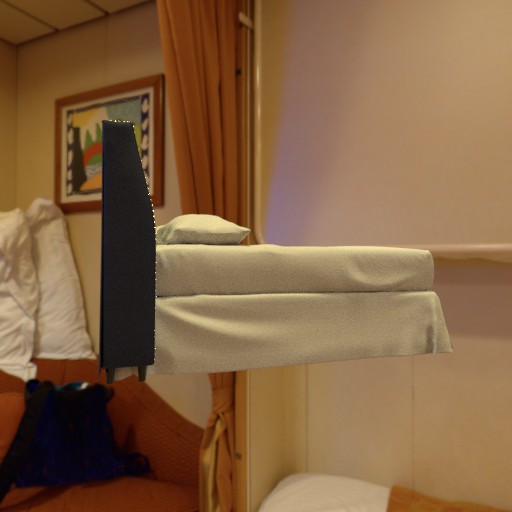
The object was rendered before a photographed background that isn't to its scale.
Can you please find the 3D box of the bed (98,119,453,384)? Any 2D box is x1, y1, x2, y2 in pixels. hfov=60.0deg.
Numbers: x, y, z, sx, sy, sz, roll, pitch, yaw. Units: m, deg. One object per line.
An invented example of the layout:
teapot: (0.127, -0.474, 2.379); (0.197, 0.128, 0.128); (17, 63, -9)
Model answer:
bed: (0.000, 0.000, 3.422); (2.276, 1.332, 1.925); (0, -1, -19)
